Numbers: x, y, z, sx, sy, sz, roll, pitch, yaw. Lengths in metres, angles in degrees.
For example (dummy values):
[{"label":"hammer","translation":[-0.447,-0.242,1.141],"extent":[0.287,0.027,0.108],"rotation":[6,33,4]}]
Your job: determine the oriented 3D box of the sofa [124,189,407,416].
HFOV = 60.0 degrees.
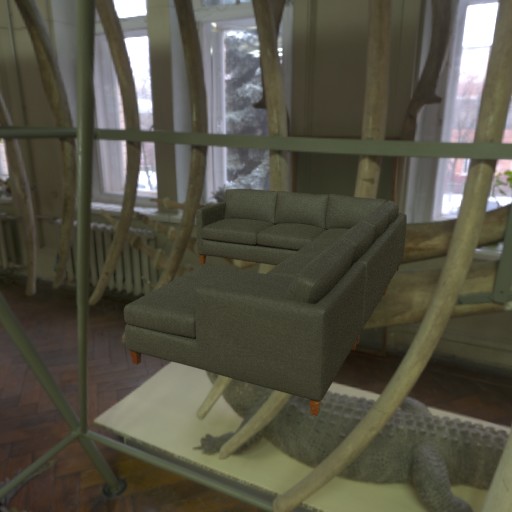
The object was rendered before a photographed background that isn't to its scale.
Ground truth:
[{"label":"sofa","translation":[0.000,0.000,4.682],"extent":[2.594,0.961,3.460],"rotation":[8,18,25]}]
